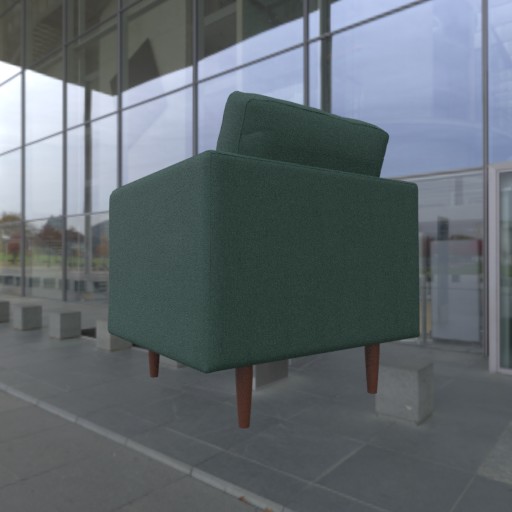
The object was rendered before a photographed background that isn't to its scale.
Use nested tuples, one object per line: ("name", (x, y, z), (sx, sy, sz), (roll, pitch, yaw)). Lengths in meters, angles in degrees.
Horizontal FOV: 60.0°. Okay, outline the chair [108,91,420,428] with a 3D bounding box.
("chair", (0.000, 0.000, 1.607), (0.855, 0.927, 0.800), (0, 0, -35))
